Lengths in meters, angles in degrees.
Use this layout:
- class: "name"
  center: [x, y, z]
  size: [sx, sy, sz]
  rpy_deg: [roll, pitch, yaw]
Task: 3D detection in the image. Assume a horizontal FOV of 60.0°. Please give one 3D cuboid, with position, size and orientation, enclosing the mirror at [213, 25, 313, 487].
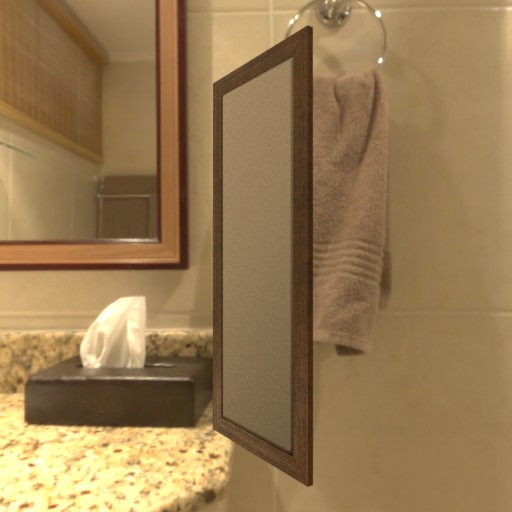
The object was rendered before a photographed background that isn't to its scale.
- class: "mirror"
  center: [0.000, 0.000, 2.286]
  size: [0.032, 2.031, 0.812]
  rpy_deg: [0, 0, -36]
